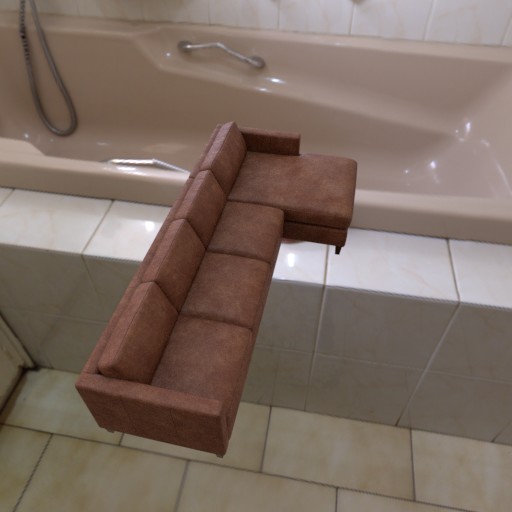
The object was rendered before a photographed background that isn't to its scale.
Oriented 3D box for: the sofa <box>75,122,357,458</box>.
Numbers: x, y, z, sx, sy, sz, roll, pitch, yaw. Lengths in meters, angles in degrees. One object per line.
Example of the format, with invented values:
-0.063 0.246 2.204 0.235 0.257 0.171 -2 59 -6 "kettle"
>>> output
0.000 0.000 3.880 1.581 0.883 3.203 9 47 9 "sofa"
